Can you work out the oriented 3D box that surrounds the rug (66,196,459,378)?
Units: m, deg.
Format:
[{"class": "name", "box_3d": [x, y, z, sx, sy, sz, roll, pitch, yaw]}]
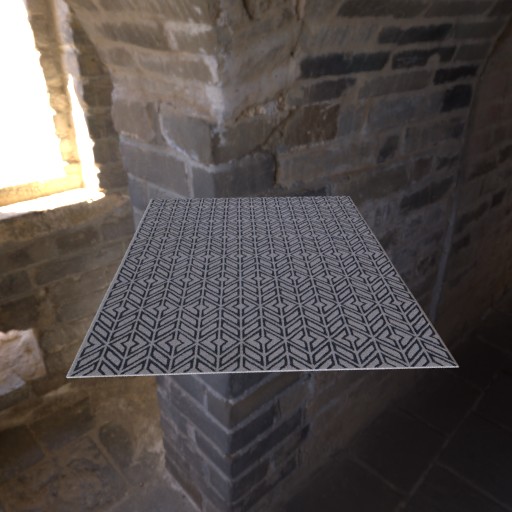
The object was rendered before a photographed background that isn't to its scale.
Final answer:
[{"class": "rug", "box_3d": [0.000, 0.000, 4.068, 2.421, 0.008, 3.045, -1, 28, -2]}]
